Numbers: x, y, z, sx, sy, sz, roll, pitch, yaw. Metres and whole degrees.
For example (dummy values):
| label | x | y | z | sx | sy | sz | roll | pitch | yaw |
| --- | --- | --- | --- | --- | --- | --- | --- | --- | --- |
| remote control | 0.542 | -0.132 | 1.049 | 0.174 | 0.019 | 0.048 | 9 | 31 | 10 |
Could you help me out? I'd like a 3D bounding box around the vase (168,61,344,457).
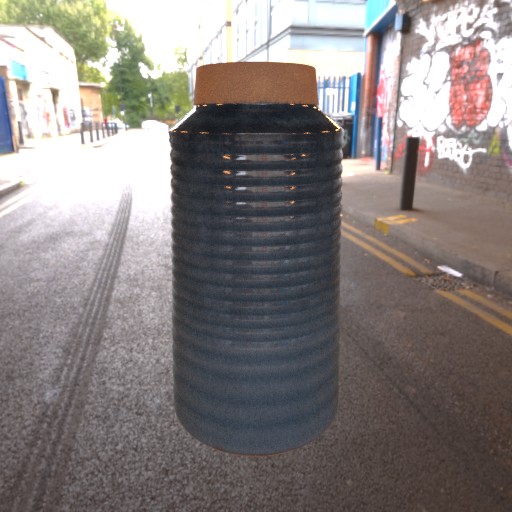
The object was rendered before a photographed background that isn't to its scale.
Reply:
| label | x | y | z | sx | sy | sz | roll | pitch | yaw |
| --- | --- | --- | --- | --- | --- | --- | --- | --- | --- |
| vase | 0.000 | 0.000 | 0.403 | 0.163 | 0.316 | 0.163 | 0 | 17 | 0 |
